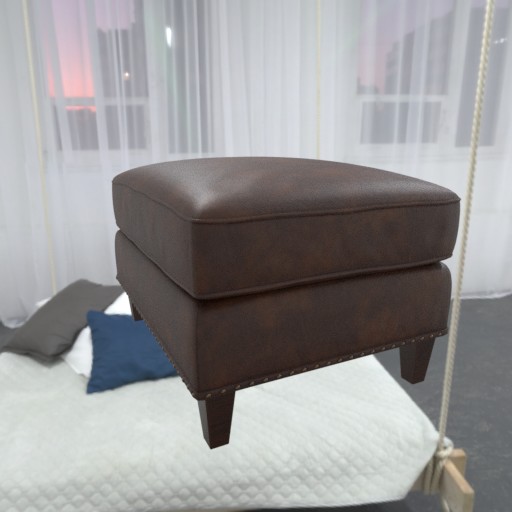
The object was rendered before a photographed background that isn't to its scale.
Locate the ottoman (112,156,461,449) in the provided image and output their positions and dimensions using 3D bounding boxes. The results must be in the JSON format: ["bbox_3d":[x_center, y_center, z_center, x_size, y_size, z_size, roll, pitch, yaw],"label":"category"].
[{"bbox_3d":[0.000,0.000,1.116,0.586,0.486,0.742,-7,16,-26],"label":"ottoman"}]
